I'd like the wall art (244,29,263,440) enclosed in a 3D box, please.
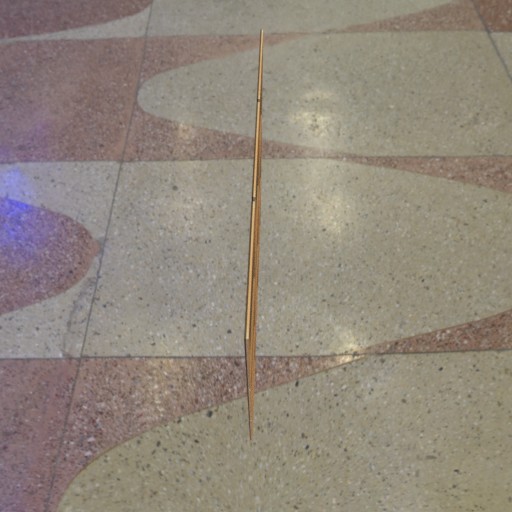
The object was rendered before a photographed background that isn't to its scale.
[{"bbox_3d":[0.000,0.000,2.288,0.013,1.525,1.520,2,58,1],"label":"wall art"}]
